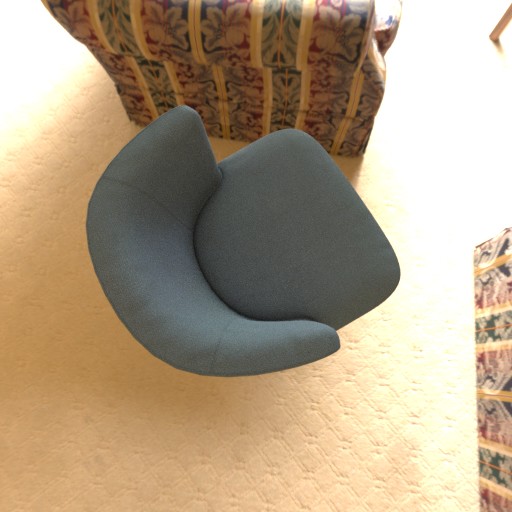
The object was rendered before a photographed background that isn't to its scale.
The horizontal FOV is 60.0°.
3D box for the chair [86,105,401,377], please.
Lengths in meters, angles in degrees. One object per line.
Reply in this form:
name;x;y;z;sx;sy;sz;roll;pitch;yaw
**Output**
chair;0.000;0.000;1.289;0.702;0.760;0.661;-30;77;-7
